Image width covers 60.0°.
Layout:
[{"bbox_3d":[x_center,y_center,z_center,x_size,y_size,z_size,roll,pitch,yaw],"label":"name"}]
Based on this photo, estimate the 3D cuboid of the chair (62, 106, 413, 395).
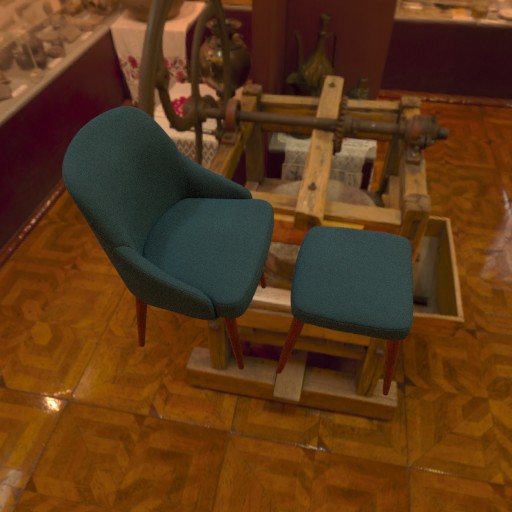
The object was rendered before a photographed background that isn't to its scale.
[{"bbox_3d":[0.000,0.000,1.585,1.114,0.866,0.584,9,47,9],"label":"chair"}]
